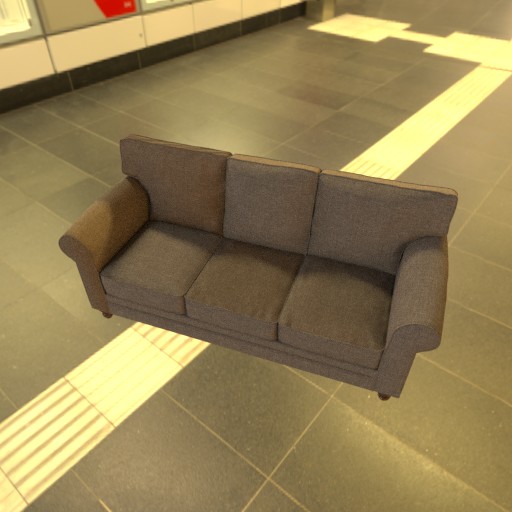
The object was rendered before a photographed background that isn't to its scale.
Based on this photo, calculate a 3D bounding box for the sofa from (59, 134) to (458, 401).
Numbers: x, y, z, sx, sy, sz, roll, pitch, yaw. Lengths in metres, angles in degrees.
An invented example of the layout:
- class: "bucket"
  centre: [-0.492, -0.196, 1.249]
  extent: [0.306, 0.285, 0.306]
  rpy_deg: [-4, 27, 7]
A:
- class: "sofa"
  centre: [0.000, 0.000, 2.632]
  extent: [2.084, 0.961, 0.916]
  rpy_deg: [13, 42, 15]
